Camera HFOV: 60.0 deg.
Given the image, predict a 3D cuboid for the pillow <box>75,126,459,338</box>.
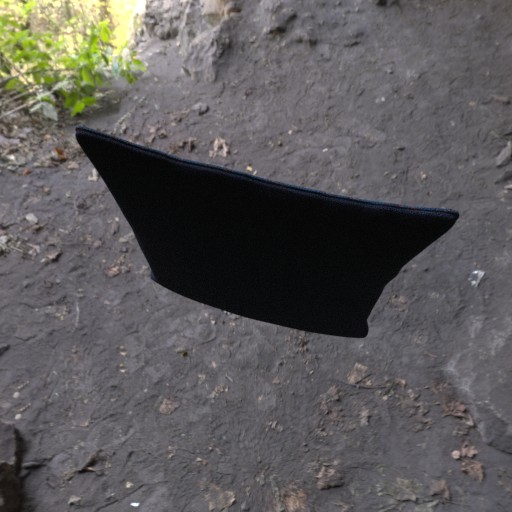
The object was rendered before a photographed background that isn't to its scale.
[{"bbox_3d":[0.000,0.000,0.661,0.431,0.431,0.141,15,65,7],"label":"pillow"}]
